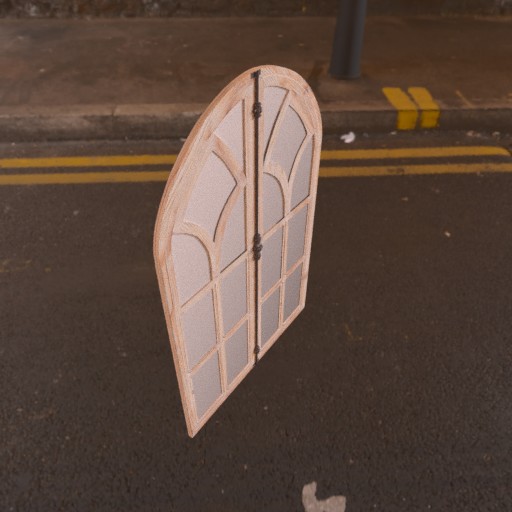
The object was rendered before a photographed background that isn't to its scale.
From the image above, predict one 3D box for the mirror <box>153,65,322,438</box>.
[{"bbox_3d":[0.000,0.000,1.129,0.032,0.915,0.609,25,46,26],"label":"mirror"}]
